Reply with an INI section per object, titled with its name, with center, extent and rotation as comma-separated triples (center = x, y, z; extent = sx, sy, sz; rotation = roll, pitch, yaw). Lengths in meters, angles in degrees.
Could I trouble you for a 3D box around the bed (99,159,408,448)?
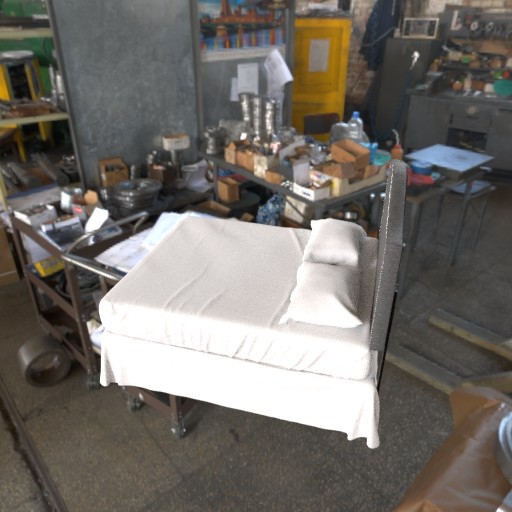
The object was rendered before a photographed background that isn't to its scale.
[bed]
center = 0.000, 0.000, 3.563
extent = 2.221, 1.645, 1.876
rotation = 8, 30, 14
